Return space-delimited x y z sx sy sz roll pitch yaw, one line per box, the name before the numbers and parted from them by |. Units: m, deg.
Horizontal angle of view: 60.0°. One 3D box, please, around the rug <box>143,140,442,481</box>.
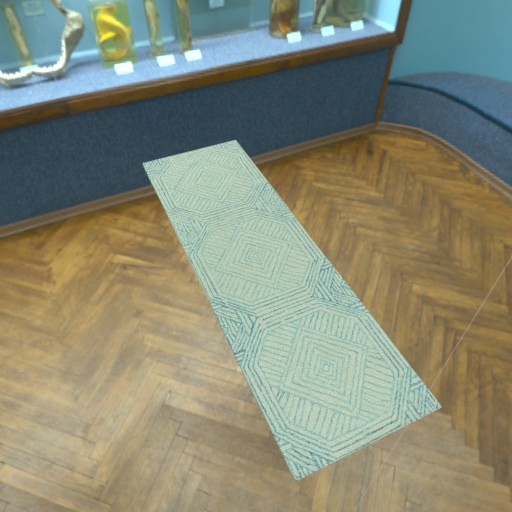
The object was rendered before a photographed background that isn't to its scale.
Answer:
rug | 0.000 0.000 2.700 0.775 0.012 2.452 -19 50 -17
